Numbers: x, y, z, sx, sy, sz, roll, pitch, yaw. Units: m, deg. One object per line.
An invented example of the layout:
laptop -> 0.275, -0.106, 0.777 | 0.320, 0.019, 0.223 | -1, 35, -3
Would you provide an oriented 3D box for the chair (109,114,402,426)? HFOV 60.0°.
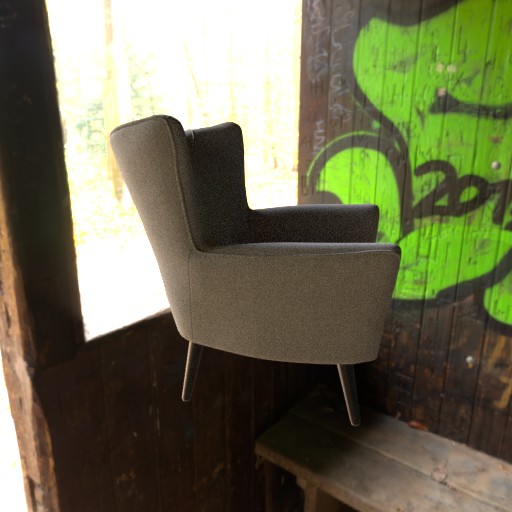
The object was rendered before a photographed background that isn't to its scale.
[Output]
chair -> 0.000, 0.000, 1.568 | 0.888, 0.933, 0.781 | 3, 16, 10
